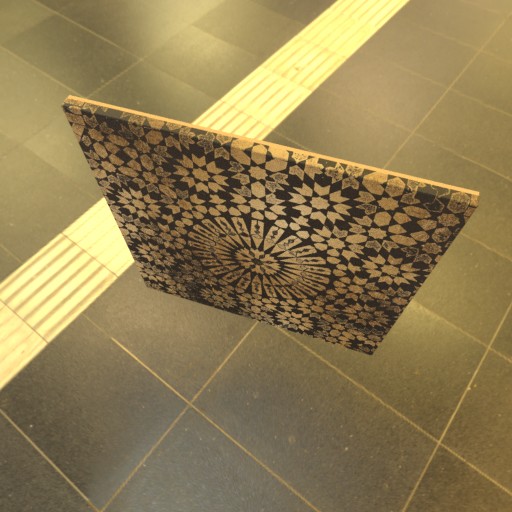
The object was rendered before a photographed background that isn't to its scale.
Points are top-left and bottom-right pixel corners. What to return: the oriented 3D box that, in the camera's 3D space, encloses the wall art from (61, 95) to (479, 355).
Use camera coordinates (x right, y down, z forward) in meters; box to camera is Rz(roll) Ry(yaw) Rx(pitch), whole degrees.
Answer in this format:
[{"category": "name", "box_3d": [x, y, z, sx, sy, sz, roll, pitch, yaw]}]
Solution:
[{"category": "wall art", "box_3d": [0.000, 0.000, 1.326, 0.914, 0.914, 0.038, 16, 61, 9]}]
